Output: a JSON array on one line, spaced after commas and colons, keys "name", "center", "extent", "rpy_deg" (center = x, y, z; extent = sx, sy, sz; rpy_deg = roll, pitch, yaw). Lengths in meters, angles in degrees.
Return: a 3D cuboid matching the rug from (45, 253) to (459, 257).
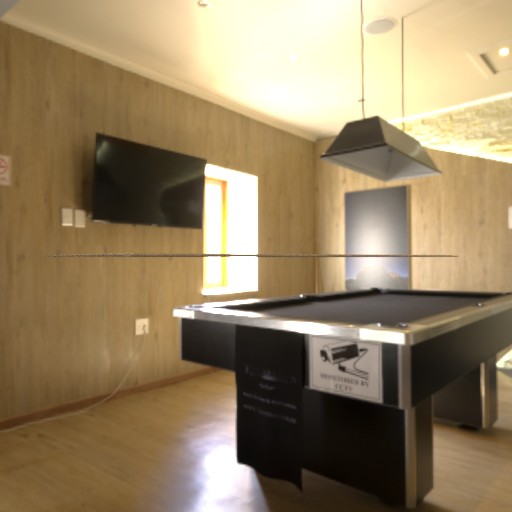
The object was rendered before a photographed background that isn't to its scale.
[{"name": "rug", "center": [0.000, 0.000, 3.104], "extent": [2.486, 0.013, 1.548], "rpy_deg": [0, 0, -34]}]
